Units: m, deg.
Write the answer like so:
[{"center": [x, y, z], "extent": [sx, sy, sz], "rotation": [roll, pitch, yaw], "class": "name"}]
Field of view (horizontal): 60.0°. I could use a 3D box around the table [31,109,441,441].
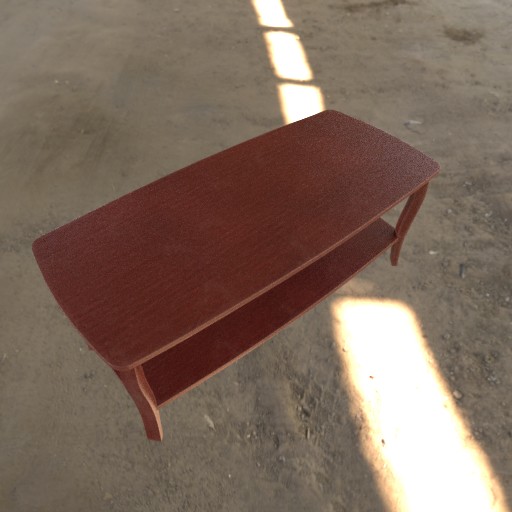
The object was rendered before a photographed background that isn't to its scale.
[{"center": [0.000, 0.000, 1.485], "extent": [1.216, 0.473, 0.561], "rotation": [-31, 53, -27], "class": "table"}]
